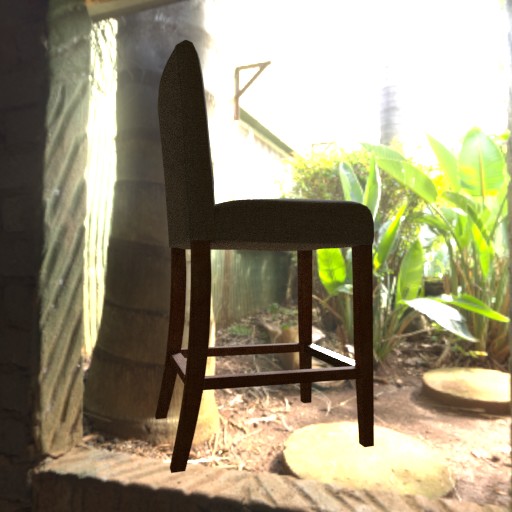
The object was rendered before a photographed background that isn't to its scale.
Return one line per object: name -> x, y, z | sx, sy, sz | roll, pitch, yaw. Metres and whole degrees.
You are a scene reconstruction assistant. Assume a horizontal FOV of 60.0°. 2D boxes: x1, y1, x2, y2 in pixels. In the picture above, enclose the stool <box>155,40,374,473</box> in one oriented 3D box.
stool -> 0.000, 0.000, 1.335 | 0.567, 1.039, 0.454 | 0, -1, -18
